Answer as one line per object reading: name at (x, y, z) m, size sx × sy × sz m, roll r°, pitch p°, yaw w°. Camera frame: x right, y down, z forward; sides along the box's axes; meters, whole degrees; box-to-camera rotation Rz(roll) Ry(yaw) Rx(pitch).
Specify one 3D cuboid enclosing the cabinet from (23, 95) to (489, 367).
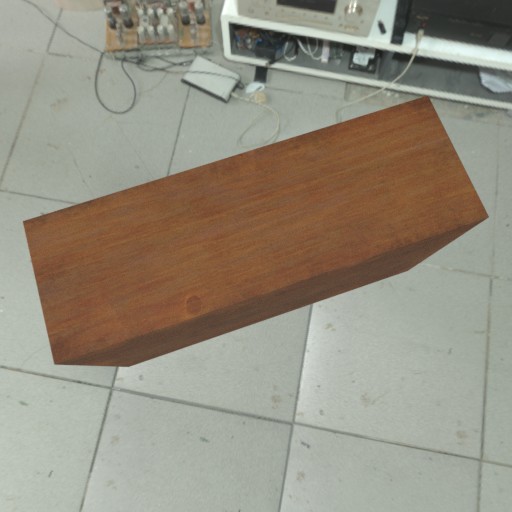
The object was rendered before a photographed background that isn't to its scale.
cabinet at (0.000, 0.000, 1.594) m, size 1.204 × 0.805 × 0.403 m, roll -18°, pitch 76°, yaw -5°
